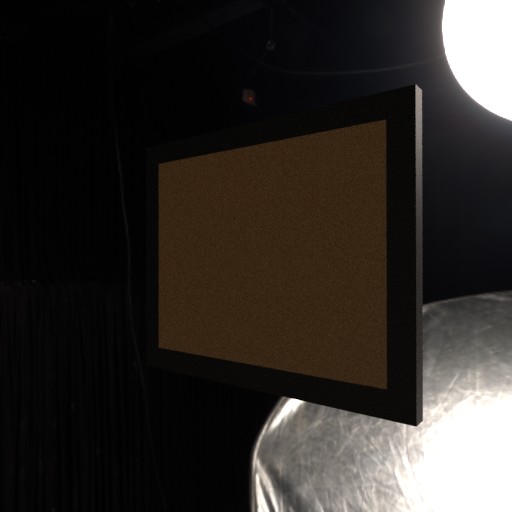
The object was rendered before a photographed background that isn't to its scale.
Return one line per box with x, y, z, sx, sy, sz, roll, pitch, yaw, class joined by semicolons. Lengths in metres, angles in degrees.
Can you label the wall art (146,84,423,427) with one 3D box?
0.000;0.000;0.774;0.561;0.460;0.028;0;0;37;wall art
